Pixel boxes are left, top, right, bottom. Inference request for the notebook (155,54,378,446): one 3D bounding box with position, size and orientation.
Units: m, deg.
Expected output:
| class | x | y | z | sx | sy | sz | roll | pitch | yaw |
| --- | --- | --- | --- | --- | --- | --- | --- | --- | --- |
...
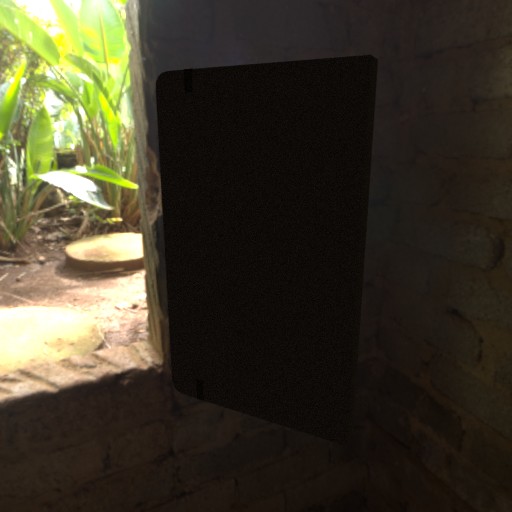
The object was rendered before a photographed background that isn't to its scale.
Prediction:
| class | x | y | z | sx | sy | sz | roll | pitch | yaw |
| --- | --- | --- | --- | --- | --- | --- | --- | --- | --- |
| notebook | 0.000 | 0.000 | 0.267 | 0.127 | 0.213 | 0.016 | 8 | 17 | 26 |
